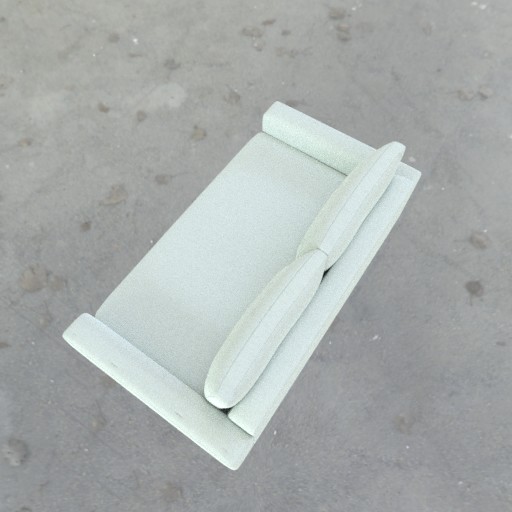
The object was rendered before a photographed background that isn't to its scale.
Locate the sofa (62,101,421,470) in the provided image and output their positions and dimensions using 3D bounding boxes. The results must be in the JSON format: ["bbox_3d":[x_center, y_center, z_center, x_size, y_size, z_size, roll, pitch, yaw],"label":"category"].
[{"bbox_3d":[0.000,0.000,2.145,0.920,0.790,1.650,31,67,15],"label":"sofa"}]
